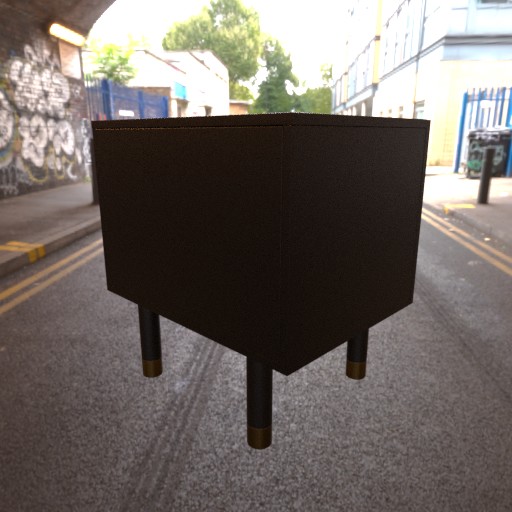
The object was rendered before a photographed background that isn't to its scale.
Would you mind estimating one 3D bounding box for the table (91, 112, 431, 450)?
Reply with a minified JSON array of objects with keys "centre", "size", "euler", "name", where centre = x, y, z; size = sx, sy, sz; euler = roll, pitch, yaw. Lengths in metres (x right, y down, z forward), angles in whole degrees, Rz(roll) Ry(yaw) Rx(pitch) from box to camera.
[{"centre":[0.000,0.000,0.997],"size":[0.564,0.584,0.441],"euler":[14,21,42],"name":"table"}]
